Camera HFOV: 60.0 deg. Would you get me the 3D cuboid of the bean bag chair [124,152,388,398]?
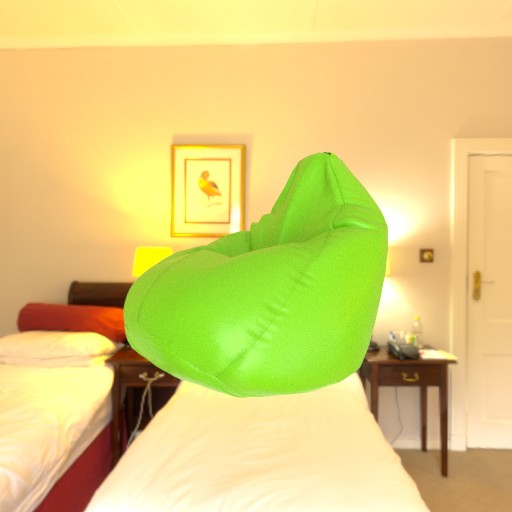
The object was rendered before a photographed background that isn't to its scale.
[{"bbox_3d":[0.000,0.000,1.933,1.070,0.990,1.070,-1,1,-35],"label":"bean bag chair"}]
